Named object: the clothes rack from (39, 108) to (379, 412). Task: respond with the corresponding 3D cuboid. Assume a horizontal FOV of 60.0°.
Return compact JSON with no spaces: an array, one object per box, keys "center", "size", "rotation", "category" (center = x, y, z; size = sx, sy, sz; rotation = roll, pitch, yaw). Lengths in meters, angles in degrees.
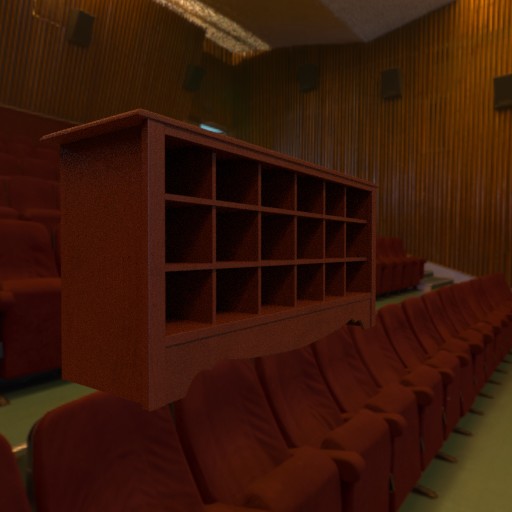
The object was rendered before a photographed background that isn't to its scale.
[{"center":[0.000,0.000,1.455],"size":[0.362,0.594,1.251],"rotation":[1,1,36],"category":"clothes rack"}]
